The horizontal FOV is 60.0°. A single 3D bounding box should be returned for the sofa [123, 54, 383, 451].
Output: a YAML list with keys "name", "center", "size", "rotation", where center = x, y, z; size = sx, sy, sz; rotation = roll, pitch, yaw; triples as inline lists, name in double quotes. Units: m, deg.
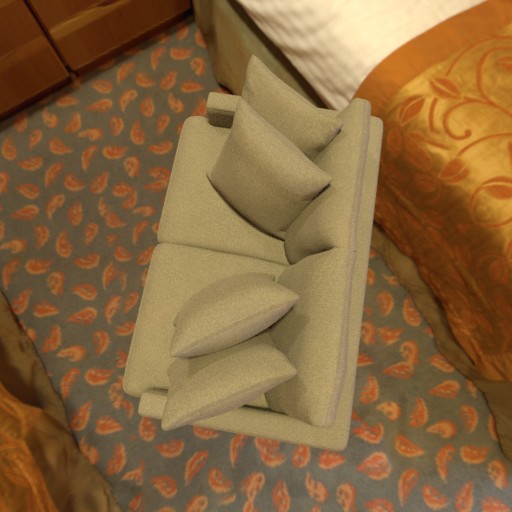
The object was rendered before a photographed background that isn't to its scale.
- name: "sofa"
  center: [0.000, 0.000, 2.513]
  size: [1.228, 1.080, 1.869]
  rotation: [9, 76, 2]
